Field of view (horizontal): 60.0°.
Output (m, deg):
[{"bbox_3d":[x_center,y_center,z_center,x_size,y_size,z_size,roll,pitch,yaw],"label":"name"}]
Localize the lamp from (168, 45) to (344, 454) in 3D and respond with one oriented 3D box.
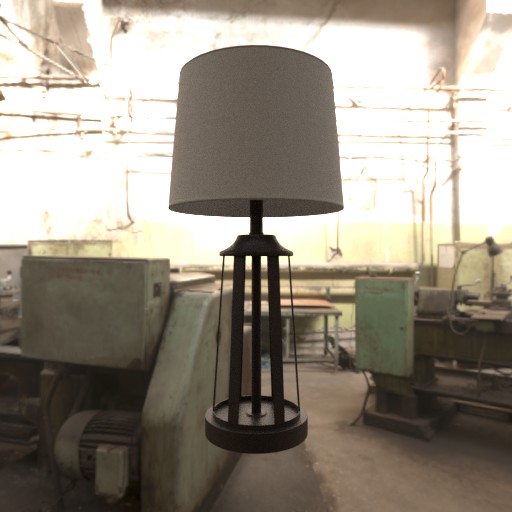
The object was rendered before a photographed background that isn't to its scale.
[{"bbox_3d":[0.000,0.000,0.644,0.251,0.509,0.251,0,0,0],"label":"lamp"}]
